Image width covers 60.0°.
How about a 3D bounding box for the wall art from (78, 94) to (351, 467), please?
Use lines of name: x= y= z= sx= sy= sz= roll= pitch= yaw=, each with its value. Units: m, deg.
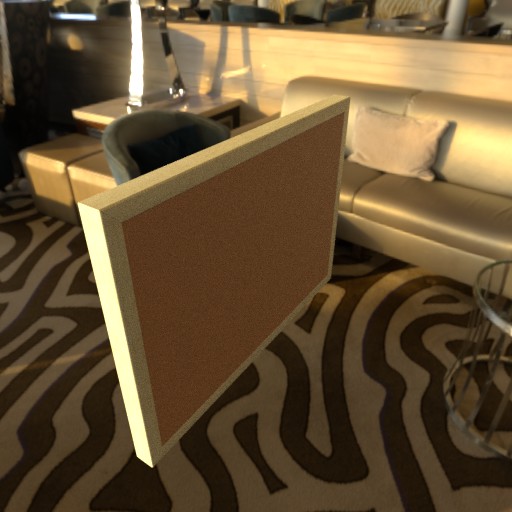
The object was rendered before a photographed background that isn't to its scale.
wall art: x=0.000 y=0.000 z=0.684 sx=0.032 sy=0.381 sz=0.533 roll=20 pitch=37 yaw=29
